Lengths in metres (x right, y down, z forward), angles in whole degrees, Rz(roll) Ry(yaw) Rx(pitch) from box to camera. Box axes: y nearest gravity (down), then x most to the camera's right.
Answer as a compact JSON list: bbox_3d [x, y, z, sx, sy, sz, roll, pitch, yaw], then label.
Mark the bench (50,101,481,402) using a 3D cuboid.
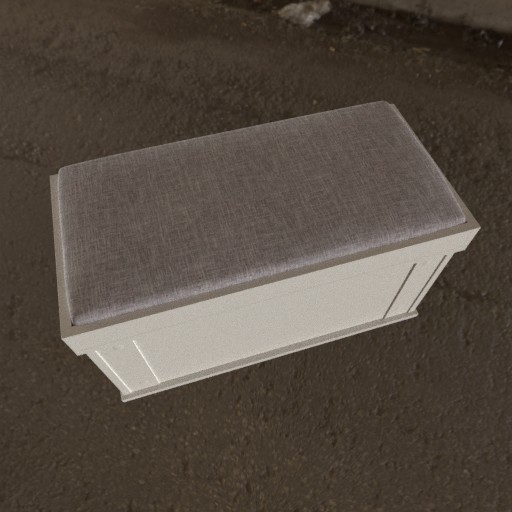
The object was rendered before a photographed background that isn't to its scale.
[{"bbox_3d":[0.000,0.000,1.001,0.734,0.461,0.362,-14,59,-9],"label":"bench"}]
